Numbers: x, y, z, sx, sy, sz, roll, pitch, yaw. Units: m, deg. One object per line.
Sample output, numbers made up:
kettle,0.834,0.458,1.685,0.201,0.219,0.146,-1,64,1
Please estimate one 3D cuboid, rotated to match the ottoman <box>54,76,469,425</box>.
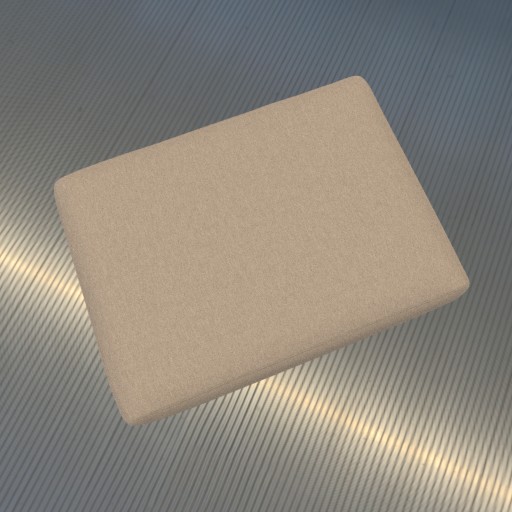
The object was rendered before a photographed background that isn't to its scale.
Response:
ottoman,0.000,0.000,1.130,0.773,0.497,0.574,-21,76,-5
